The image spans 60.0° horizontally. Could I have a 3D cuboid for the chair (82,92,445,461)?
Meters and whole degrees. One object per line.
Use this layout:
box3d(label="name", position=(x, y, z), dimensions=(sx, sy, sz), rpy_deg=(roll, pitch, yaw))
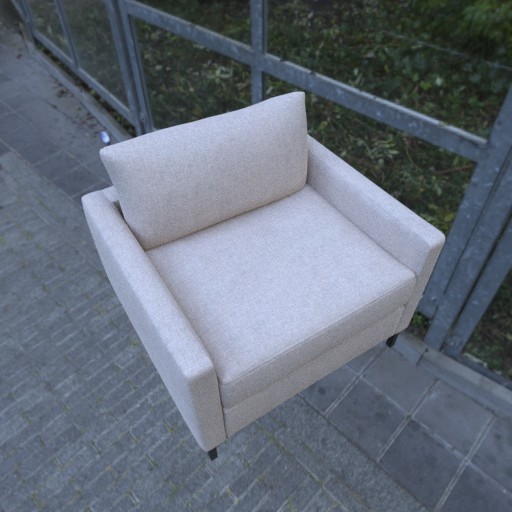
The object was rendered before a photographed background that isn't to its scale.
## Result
box3d(label="chair", position=(0.000, 0.000, 1.624), dimensions=(0.963, 0.861, 0.866), rpy_deg=(-25, 51, -22))
